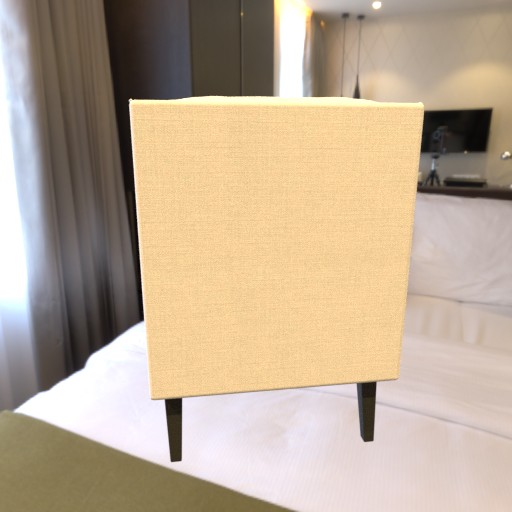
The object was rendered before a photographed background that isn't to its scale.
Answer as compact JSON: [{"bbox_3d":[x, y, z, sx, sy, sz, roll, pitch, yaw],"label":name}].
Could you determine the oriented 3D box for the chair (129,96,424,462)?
[{"bbox_3d":[0.000,0.000,1.395,0.658,0.891,0.772,-2,15,-8],"label":"chair"}]
